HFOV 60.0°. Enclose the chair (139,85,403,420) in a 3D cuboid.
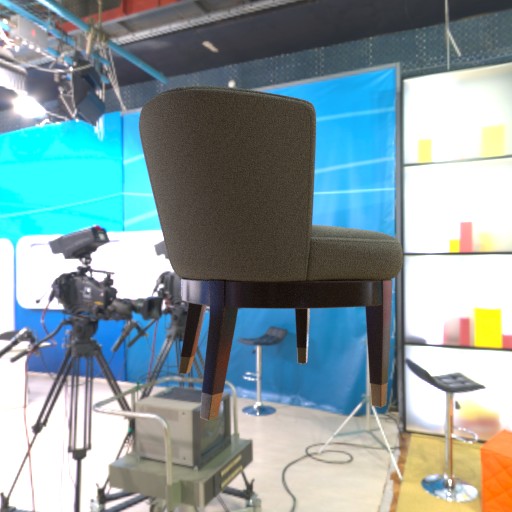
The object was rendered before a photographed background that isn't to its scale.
[{"bbox_3d":[0.000,0.000,1.286,0.660,0.760,0.700,0,-1,-16],"label":"chair"}]
